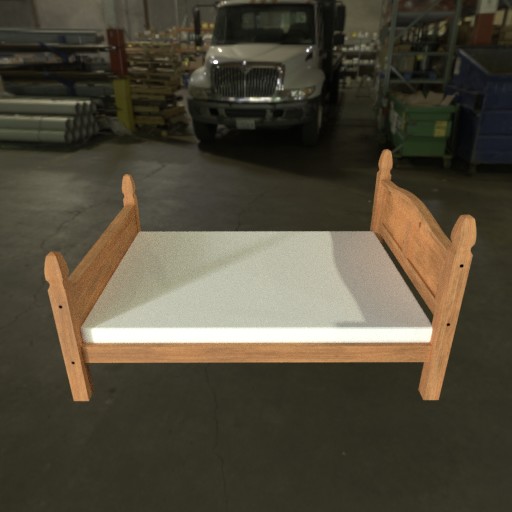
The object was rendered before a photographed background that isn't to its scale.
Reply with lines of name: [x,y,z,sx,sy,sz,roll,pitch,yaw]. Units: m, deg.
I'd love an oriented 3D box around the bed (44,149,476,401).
bed: [0.000,0.000,2.938,2.069,1.100,1.490,0,26,0]
